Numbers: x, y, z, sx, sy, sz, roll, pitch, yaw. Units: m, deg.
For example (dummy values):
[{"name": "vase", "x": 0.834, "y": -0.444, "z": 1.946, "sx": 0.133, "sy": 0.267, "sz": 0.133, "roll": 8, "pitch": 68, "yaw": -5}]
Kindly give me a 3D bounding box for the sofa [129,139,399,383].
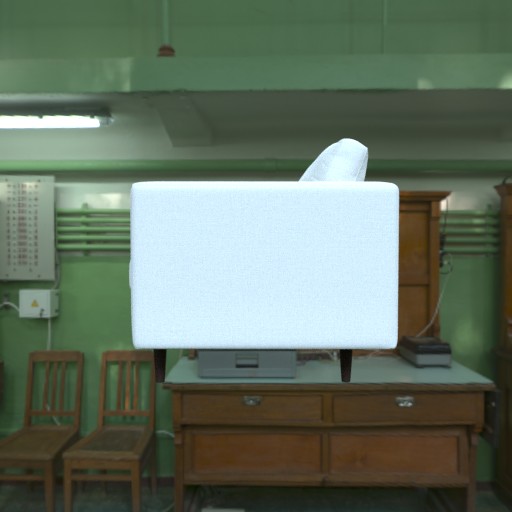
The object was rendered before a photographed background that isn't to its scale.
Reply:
[{"name": "sofa", "x": 0.000, "y": 0.000, "z": 2.301, "sx": 0.940, "sy": 0.893, "sz": 1.713, "roll": 0, "pitch": 1, "yaw": 0}]
